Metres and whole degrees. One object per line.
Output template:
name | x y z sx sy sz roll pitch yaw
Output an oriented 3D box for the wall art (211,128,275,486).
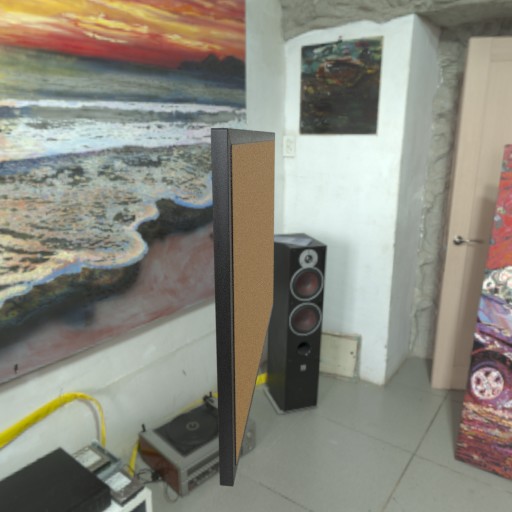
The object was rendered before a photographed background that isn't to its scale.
wall art | 0.000 0.000 0.565 0.013 0.306 0.440 2 15 7
